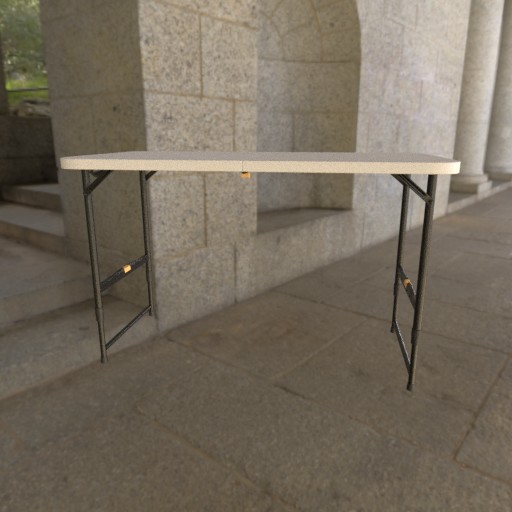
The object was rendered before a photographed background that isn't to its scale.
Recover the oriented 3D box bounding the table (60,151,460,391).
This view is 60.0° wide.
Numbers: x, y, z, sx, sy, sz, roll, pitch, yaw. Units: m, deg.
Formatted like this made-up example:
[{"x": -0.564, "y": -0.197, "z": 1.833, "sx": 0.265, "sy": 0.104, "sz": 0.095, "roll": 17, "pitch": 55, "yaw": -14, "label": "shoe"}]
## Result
[{"x": 0.000, "y": 0.000, "z": 1.658, "sx": 1.245, "sy": 0.737, "sz": 0.611, "roll": 3, "pitch": 16, "yaw": 9, "label": "table"}]
